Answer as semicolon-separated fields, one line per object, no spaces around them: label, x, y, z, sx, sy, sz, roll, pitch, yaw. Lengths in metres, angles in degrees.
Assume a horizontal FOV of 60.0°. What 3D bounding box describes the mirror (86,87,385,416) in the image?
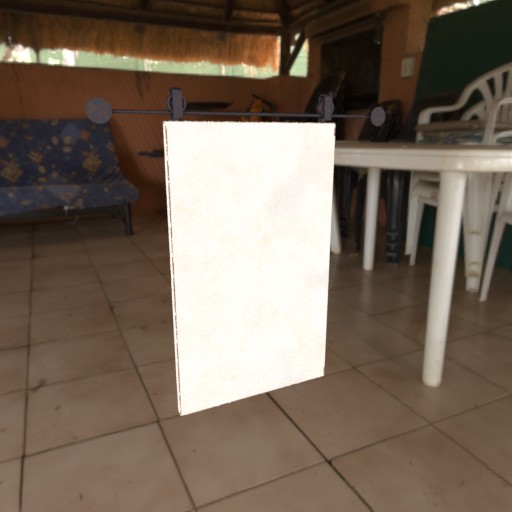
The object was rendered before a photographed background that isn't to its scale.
mirror;0.000;0.000;1.207;0.808;0.844;0.037;-8;17;-25
